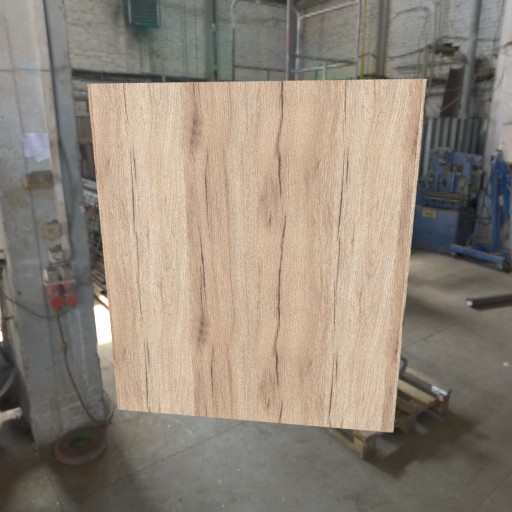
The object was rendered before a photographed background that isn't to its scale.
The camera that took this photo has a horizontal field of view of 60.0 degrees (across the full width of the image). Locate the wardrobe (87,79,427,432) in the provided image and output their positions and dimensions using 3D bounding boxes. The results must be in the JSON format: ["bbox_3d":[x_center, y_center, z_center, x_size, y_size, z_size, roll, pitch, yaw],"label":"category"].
[{"bbox_3d":[0.000,0.000,2.891,1.810,2.070,0.580,2,16,7],"label":"wardrobe"}]
